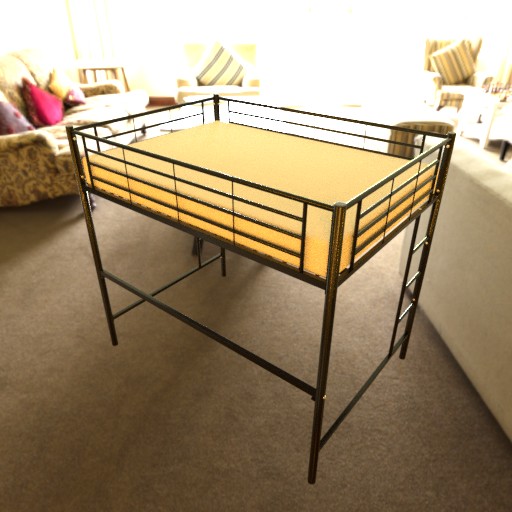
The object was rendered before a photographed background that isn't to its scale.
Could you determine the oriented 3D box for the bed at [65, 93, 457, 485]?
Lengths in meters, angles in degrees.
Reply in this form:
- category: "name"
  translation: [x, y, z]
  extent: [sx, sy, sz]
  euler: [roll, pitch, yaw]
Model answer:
- category: "bed"
  translation: [0.000, 0.000, 3.179]
  extent: [1.994, 1.803, 1.397]
  euler: [22, 37, 33]
